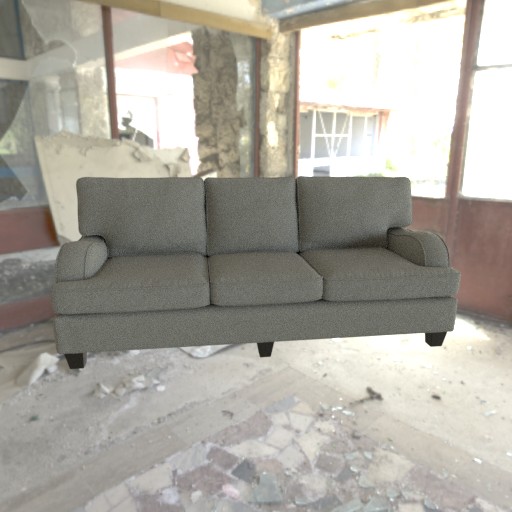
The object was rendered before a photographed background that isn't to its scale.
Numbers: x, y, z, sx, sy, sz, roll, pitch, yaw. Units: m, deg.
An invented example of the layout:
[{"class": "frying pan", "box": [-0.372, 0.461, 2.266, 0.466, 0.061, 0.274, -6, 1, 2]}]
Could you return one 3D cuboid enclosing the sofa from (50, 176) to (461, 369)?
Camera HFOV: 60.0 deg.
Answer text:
[{"class": "sofa", "box": [0.000, 0.000, 2.887, 2.323, 0.997, 1.016, -2, 15, -7]}]
